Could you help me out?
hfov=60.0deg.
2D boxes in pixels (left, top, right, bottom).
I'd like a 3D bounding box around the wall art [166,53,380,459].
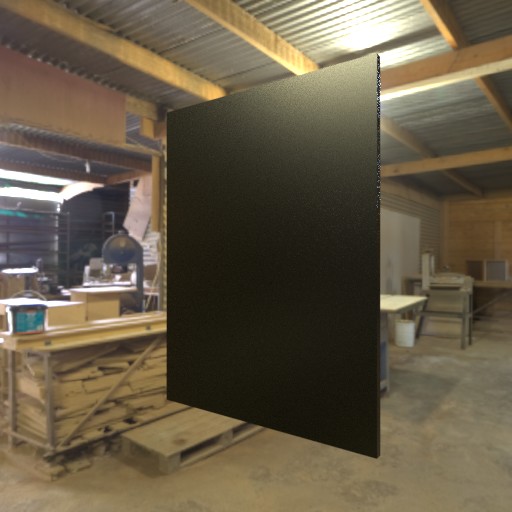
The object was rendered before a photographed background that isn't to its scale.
[{"bbox_3d":[0.000,0.000,0.773,0.442,0.582,0.013,0,0,37],"label":"wall art"}]
